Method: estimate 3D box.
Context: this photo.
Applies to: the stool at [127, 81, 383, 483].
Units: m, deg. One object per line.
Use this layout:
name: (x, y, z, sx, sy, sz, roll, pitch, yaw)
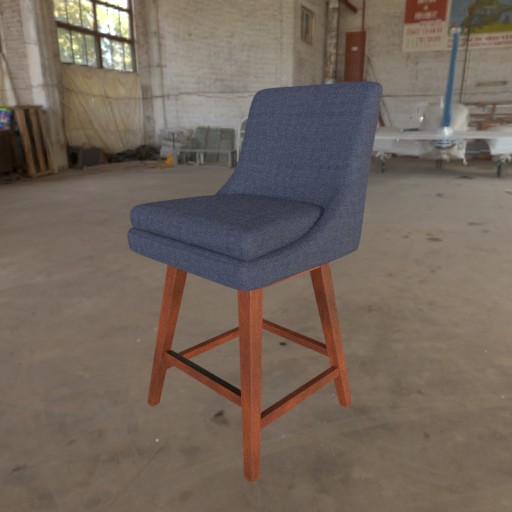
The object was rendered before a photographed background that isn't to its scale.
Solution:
stool: (0.000, 0.000, 1.204, 0.467, 0.895, 0.524, 16, 23, 42)
